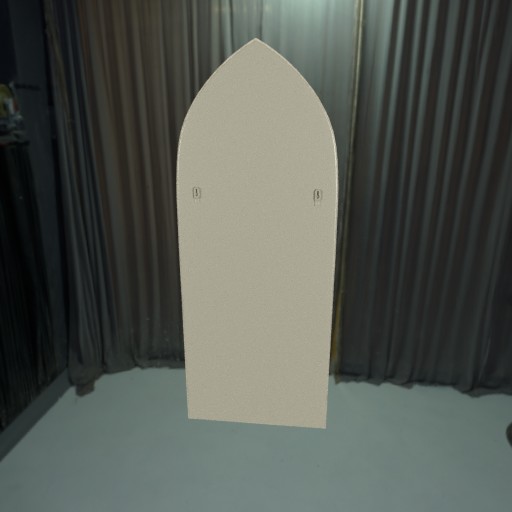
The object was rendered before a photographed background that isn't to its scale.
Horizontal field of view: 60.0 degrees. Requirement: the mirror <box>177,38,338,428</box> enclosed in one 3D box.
[{"bbox_3d":[0.000,0.000,1.317,0.464,1.175,0.025,2,18,6],"label":"mirror"}]
